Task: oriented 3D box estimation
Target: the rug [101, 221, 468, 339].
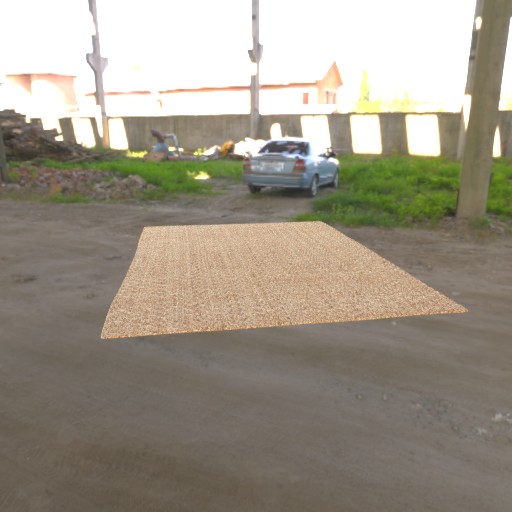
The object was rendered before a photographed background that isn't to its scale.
[{"bbox_3d":[0.000,0.000,2.798,1.566,0.013,2.141,-3,15,-10],"label":"rug"}]
